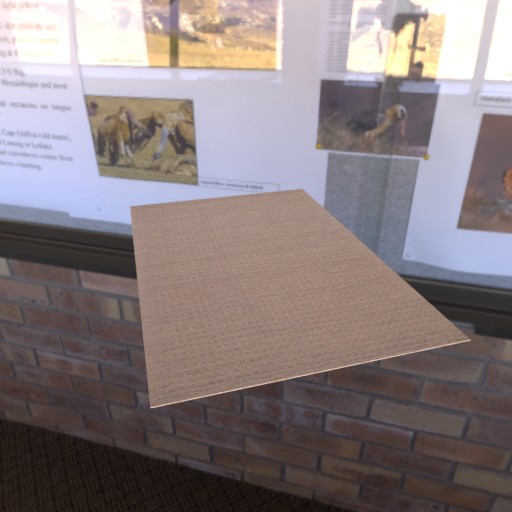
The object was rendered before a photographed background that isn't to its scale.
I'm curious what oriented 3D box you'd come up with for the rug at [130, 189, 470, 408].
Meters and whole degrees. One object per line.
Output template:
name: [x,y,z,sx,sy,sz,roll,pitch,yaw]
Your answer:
rug: [0.000,0.000,3.777,1.981,0.006,2.895,-8,29,-14]
